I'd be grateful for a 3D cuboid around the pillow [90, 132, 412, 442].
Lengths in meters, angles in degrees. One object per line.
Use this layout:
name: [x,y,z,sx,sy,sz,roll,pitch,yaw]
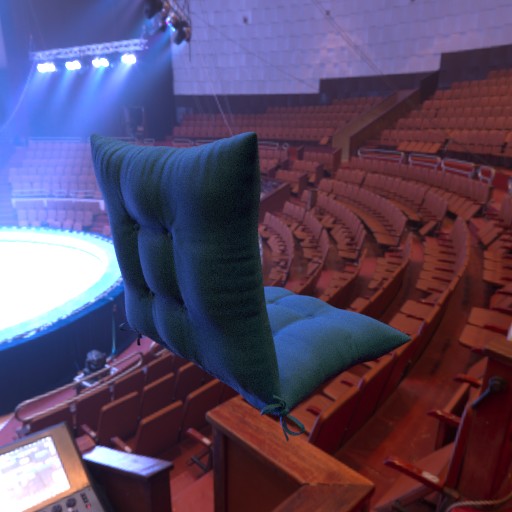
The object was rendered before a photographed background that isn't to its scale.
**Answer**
pillow: [0.000,0.000,1.005,0.585,0.536,0.541,-14,20,-42]
